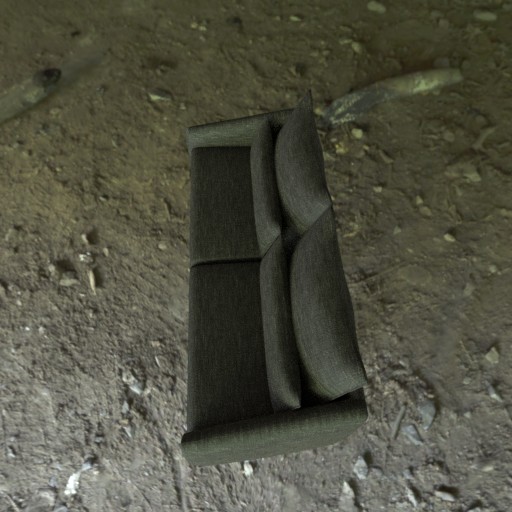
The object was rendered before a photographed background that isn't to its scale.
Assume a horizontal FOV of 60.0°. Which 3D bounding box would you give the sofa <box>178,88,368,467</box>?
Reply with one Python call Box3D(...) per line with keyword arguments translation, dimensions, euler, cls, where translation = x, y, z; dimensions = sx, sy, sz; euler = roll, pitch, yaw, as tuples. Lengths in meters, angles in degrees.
Box3D(translation=(0.000, 0.000, 2.444), dimensions=(0.807, 0.843, 2.019), euler=(-3, 59, -2), cls="sofa")
